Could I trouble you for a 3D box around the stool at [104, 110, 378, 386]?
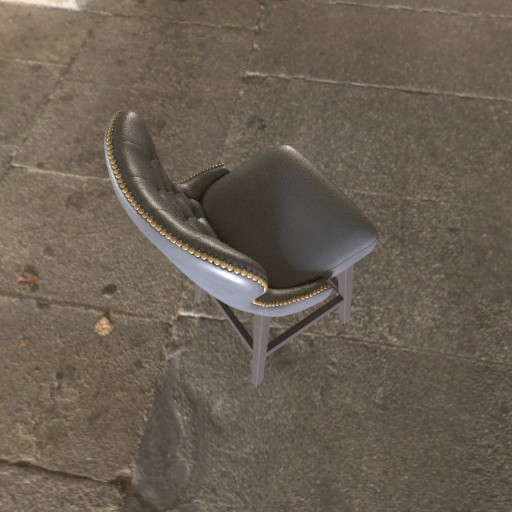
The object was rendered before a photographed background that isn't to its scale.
[{"bbox_3d":[0.000,0.000,1.308,0.593,0.971,0.528,-31,64,-17],"label":"stool"}]
